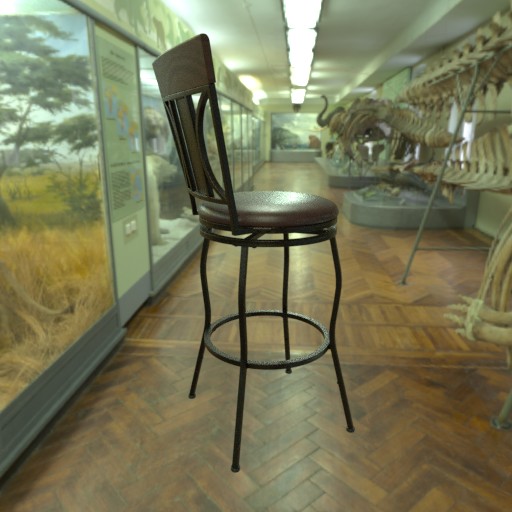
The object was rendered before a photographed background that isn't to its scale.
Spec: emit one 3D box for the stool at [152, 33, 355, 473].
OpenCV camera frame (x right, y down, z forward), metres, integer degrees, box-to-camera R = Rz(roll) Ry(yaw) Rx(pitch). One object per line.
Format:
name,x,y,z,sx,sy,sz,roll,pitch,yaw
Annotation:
stool,0.000,0.000,1.365,0.513,1.130,0.448,-7,17,-25
